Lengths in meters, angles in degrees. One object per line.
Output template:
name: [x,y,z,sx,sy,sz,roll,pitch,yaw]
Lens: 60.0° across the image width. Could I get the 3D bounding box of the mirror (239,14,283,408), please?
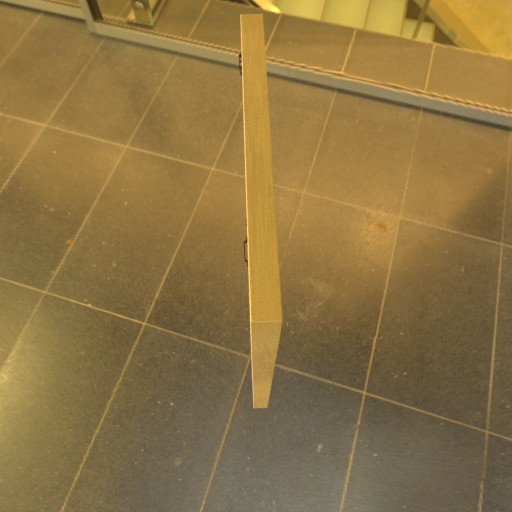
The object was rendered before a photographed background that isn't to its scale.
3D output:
mirror: [0.000,0.000,0.910,0.040,0.710,0.507,-2,64,-1]
